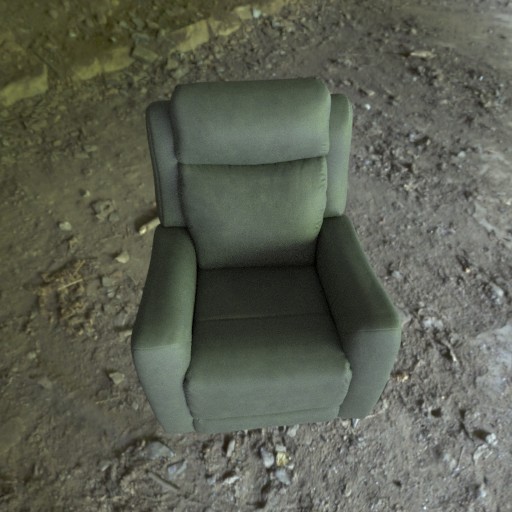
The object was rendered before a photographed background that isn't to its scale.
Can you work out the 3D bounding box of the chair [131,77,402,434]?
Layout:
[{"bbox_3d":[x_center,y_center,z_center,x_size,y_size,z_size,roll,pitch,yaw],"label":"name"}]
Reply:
[{"bbox_3d":[0.000,0.000,1.870,0.967,1.116,1.068,-3,46,-3],"label":"chair"}]
